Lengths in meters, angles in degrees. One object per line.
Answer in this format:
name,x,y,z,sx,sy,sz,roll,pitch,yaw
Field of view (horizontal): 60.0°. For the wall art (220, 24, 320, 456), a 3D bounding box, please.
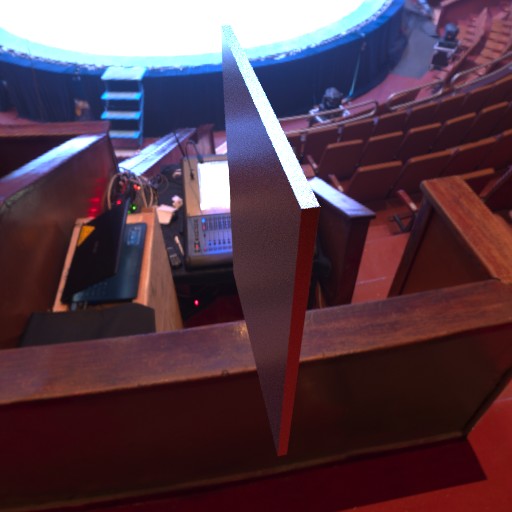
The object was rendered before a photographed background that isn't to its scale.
wall art,0.000,0.000,1.346,0.030,1.046,0.816,-9,47,-8
